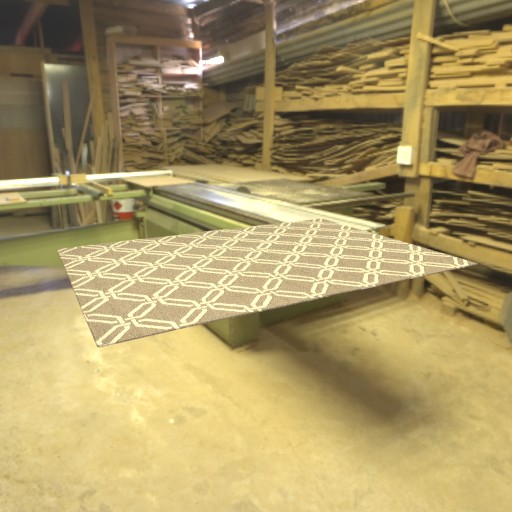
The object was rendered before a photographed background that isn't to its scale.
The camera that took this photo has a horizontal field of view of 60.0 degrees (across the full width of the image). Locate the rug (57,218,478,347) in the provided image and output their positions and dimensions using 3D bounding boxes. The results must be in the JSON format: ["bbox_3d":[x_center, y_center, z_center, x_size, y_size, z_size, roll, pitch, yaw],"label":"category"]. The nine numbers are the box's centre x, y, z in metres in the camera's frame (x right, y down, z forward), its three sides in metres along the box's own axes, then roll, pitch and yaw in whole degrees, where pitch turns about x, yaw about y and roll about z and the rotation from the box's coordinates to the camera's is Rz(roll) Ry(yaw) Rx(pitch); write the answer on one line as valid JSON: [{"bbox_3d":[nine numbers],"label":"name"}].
[{"bbox_3d":[0.000,0.000,4.379,3.419,0.020,2.441,-9,18,-27],"label":"rug"}]
